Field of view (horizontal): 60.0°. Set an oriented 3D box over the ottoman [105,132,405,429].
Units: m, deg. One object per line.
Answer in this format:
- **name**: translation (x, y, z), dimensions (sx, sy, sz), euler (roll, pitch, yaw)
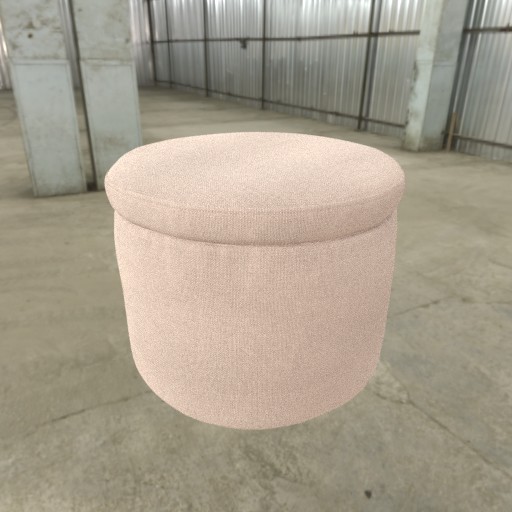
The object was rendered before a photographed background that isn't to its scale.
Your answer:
- **ottoman**: translation (0.000, 0.000, 0.835), dimensions (0.497, 0.409, 0.497), euler (0, 24, 0)
